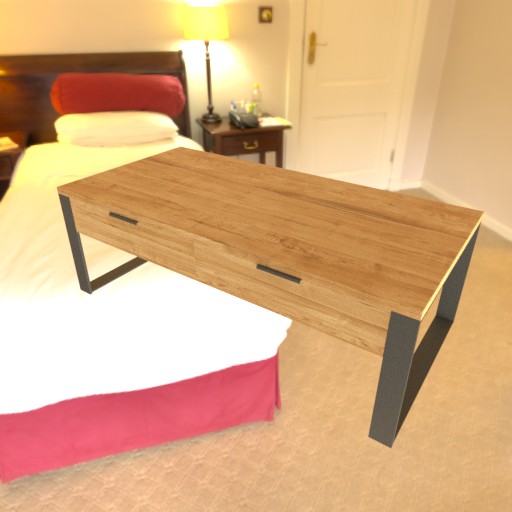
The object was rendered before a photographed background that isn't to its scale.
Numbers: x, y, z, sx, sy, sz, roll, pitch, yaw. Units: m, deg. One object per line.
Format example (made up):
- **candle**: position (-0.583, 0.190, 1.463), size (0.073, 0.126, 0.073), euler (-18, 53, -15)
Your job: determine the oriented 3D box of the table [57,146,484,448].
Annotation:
- **table**: position (0.000, 0.000, 1.447), size (1.180, 0.400, 0.590), euler (19, 35, 30)
